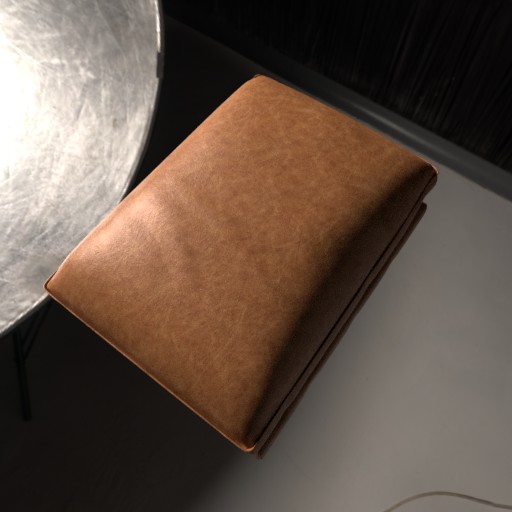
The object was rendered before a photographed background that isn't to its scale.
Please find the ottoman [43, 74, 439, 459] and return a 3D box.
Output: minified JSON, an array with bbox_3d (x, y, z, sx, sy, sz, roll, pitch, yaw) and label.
[{"bbox_3d":[0.000,0.000,1.040,0.533,0.480,0.710,33,69,15],"label":"ottoman"}]
